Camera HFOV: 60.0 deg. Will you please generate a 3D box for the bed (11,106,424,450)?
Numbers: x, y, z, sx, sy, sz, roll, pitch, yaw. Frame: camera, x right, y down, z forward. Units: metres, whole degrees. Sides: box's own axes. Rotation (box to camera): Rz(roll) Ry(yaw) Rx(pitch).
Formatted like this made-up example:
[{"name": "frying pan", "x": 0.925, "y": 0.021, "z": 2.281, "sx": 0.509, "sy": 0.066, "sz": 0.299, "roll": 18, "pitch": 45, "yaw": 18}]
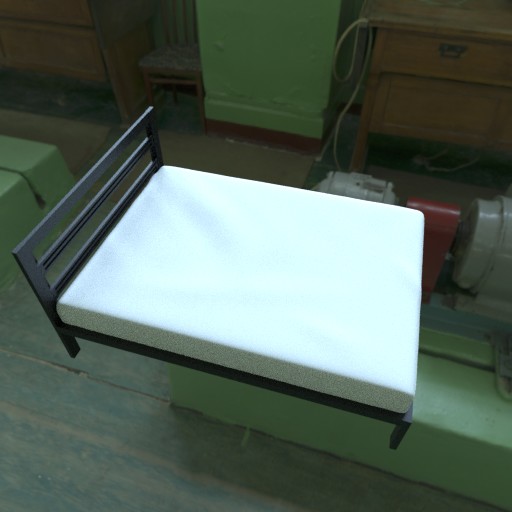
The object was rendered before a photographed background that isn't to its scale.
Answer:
[{"name": "bed", "x": 0.000, "y": 0.000, "z": 2.811, "sx": 2.062, "sy": 0.967, "sz": 1.524, "roll": 12, "pitch": 47, "yaw": 11}]
